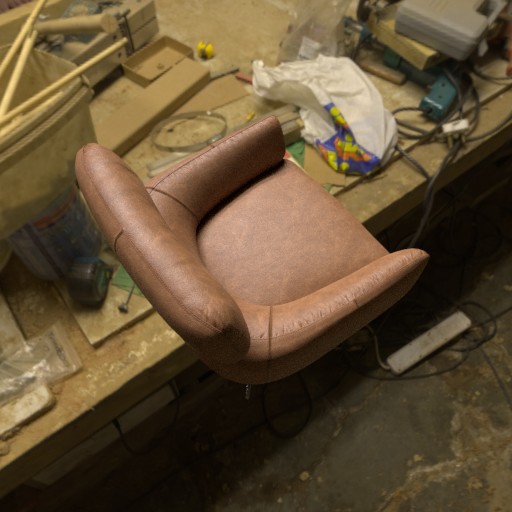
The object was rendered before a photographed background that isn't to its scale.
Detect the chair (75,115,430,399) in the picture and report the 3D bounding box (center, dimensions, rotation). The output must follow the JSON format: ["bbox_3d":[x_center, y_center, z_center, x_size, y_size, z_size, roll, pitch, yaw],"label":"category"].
[{"bbox_3d":[0.000,0.000,1.315,0.715,0.812,0.706,-32,63,-18],"label":"chair"}]
